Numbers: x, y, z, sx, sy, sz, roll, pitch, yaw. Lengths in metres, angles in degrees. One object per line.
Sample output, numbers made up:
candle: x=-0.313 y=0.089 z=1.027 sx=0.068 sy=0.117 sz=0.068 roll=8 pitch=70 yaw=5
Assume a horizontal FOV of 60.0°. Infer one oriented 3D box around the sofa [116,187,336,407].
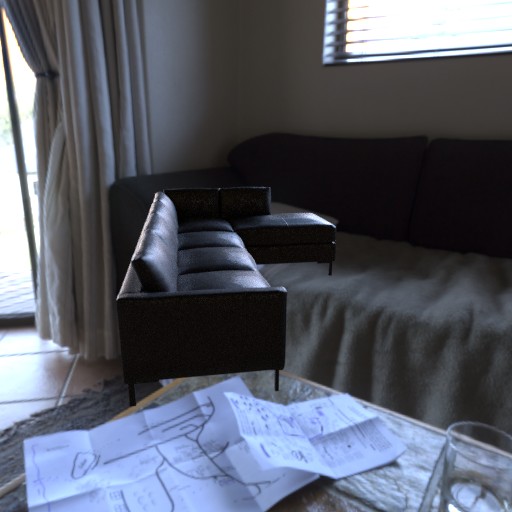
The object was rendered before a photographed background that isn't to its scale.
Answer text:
sofa: x=0.000 y=0.000 z=3.856 sx=1.938 sy=0.877 sz=2.984 roll=-3 pitch=16 yaw=-9
